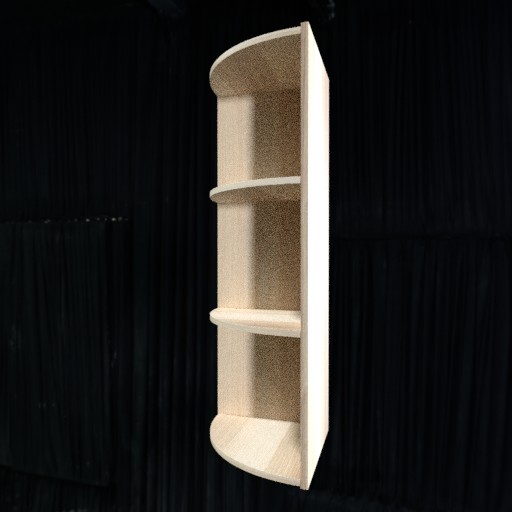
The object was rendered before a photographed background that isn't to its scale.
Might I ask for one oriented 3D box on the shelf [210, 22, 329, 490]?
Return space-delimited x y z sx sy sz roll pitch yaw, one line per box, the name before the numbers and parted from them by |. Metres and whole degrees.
shelf | 0.000 0.000 1.006 0.290 0.872 0.290 0 1 17
